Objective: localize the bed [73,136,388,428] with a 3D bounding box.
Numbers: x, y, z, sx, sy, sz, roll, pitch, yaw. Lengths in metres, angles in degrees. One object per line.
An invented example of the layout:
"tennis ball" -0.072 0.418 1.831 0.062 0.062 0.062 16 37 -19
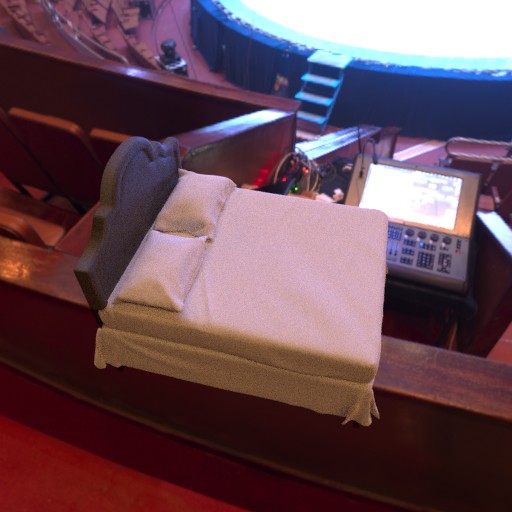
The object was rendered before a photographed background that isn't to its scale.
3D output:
"bed" 0.000 0.000 3.432 2.222 1.634 1.780 10 48 9
